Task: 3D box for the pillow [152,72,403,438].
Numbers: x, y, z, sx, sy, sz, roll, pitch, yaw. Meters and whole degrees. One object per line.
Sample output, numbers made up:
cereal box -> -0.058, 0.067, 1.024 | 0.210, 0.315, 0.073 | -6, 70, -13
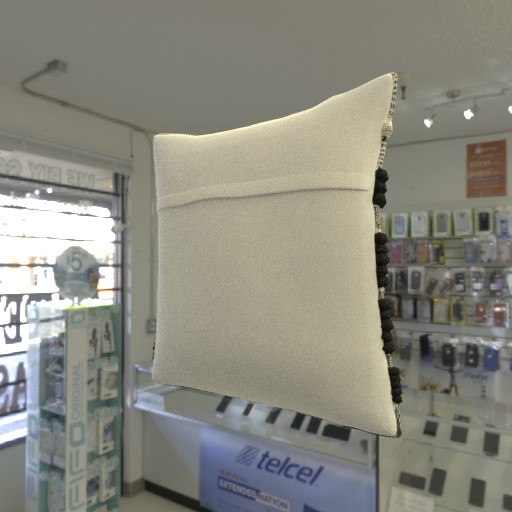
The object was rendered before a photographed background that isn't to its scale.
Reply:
pillow -> 0.000, 0.000, 0.659 | 0.436, 0.438, 0.156 | -1, -2, 36
